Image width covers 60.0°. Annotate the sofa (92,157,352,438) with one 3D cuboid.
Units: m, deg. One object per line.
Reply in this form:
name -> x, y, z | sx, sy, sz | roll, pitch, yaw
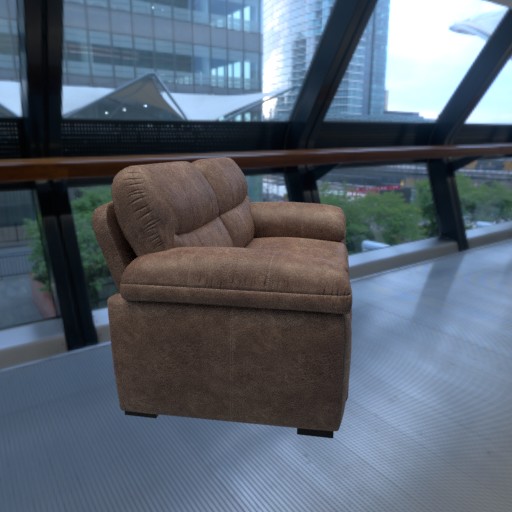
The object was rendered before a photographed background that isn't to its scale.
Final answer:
sofa -> 0.000, 0.000, 2.354 | 0.991, 0.991, 1.753 | 3, 14, 10
